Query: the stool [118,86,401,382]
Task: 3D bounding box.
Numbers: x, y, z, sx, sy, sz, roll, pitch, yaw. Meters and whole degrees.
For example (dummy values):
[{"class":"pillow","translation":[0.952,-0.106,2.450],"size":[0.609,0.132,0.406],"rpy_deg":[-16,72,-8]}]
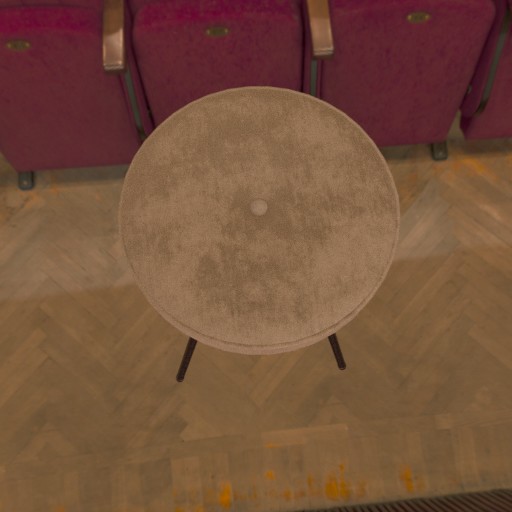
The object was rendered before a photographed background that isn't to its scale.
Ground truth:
[{"class":"stool","translation":[0.000,0.000,0.883],"size":[0.423,0.538,0.457],"rpy_deg":[-4,74,-1]}]
